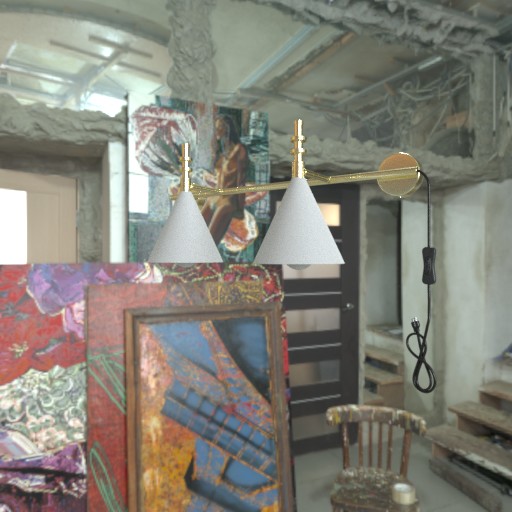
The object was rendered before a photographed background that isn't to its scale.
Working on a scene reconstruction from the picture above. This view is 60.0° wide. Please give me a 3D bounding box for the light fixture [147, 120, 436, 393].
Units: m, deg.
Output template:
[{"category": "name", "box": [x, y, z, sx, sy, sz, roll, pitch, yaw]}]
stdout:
[{"category": "light fixture", "box": [0.000, 0.000, 0.873, 0.642, 0.468, 0.239, 0, 0, 36]}]
